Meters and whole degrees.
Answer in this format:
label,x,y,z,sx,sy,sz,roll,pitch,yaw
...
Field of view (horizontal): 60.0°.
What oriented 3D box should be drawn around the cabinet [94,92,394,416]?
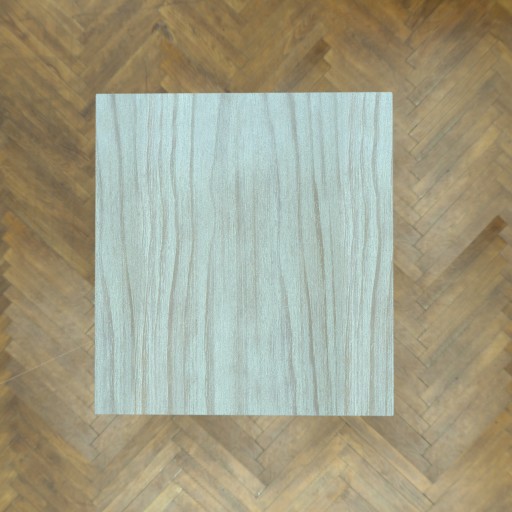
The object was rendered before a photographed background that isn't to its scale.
label,x,y,z,sx,sy,sz,roll,pitch,yaw
cabinet,0.000,0.000,0.851,0.401,0.579,0.409,0,89,1
